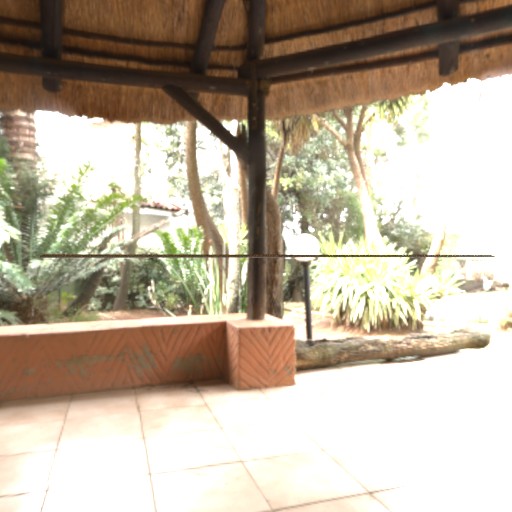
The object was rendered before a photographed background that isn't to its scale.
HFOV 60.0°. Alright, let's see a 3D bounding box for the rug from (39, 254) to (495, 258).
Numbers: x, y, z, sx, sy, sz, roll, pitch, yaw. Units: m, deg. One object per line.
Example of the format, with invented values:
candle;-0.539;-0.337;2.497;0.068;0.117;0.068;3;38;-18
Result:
rug;0.000;0.000;2.233;1.824;0.012;1.206;0;0;-19
